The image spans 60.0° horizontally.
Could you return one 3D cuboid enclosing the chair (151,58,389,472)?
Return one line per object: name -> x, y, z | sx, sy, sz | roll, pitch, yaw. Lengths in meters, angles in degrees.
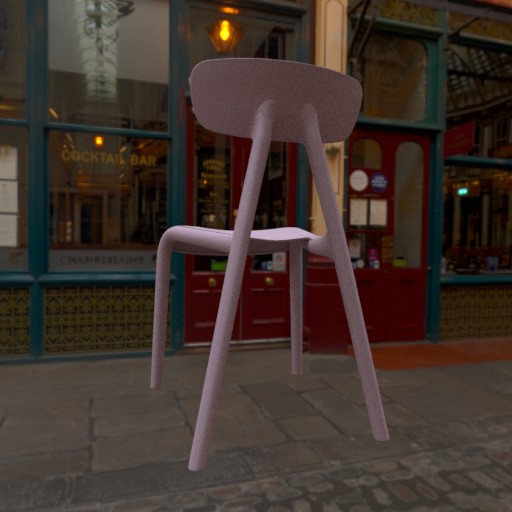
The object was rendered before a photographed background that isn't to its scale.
chair -> 0.000, 0.000, 0.831 | 0.356, 0.580, 0.401 | 0, 1, -18
